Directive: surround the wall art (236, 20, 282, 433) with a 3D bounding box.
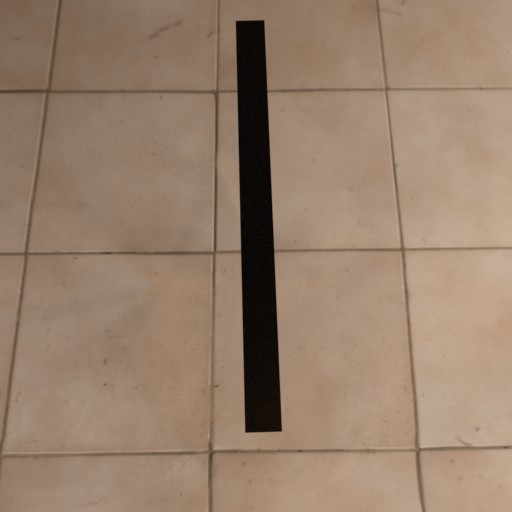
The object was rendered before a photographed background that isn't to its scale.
[{"bbox_3d":[0.000,0.000,0.761,0.038,0.506,0.506,-2,75,0],"label":"wall art"}]
